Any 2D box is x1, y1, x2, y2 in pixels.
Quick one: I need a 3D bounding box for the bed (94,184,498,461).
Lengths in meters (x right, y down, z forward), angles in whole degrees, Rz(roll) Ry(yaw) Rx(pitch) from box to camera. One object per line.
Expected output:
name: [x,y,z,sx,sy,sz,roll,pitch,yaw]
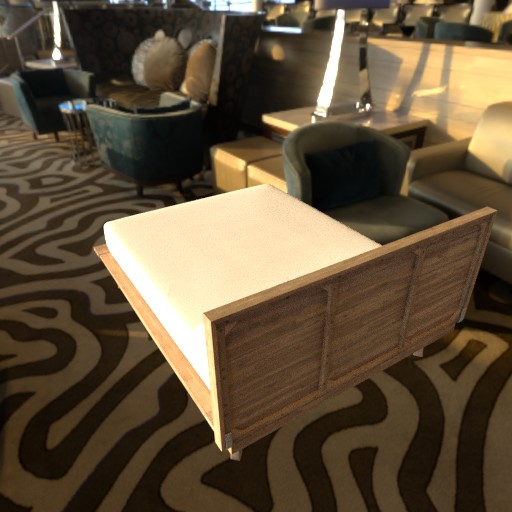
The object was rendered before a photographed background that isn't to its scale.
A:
bed: [0.000,0.000,3.044,1.759,1.071,2.145,-18,35,-28]
